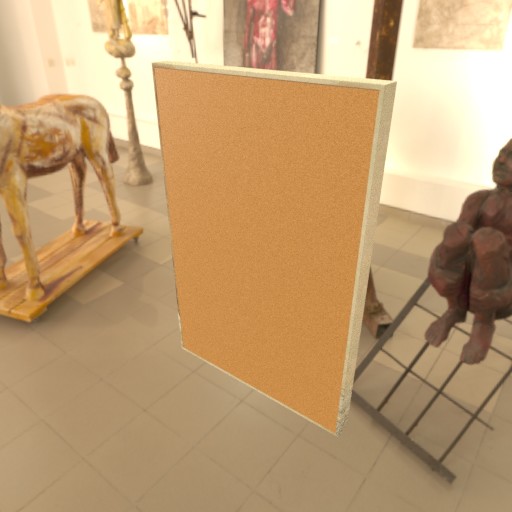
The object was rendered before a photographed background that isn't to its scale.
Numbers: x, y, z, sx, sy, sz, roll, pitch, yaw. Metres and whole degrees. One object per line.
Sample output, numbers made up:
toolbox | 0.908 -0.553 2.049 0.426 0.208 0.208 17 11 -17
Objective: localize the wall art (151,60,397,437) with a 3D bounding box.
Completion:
wall art | 0.000 0.000 0.781 0.403 0.607 0.036 20 35 32
